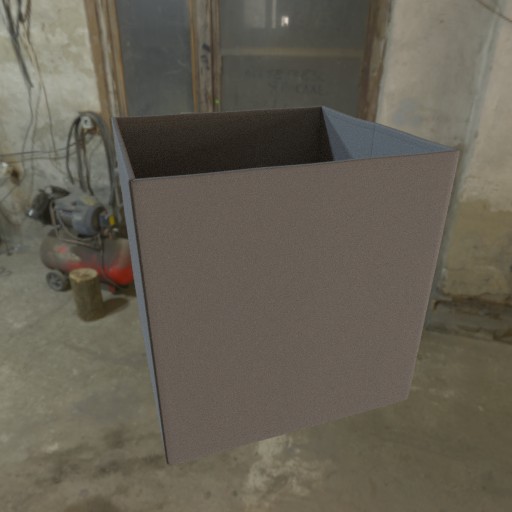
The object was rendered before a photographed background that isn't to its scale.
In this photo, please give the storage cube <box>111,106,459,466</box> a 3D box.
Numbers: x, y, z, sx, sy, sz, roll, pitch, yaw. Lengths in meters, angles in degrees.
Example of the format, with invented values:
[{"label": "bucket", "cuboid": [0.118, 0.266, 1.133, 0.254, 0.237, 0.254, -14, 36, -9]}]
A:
[{"label": "storage cube", "cuboid": [0.000, 0.000, 0.500, 0.270, 0.280, 0.270, -9, 28, -17]}]
